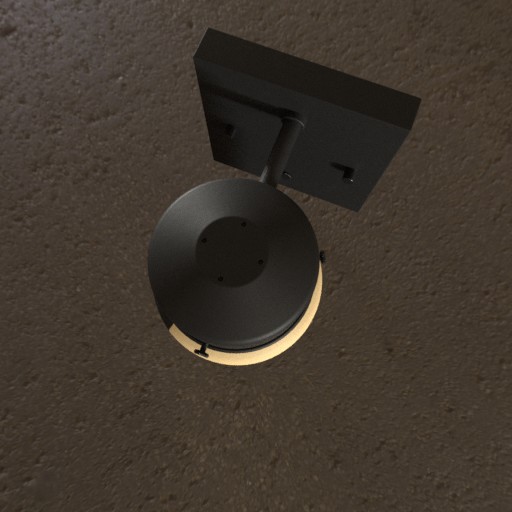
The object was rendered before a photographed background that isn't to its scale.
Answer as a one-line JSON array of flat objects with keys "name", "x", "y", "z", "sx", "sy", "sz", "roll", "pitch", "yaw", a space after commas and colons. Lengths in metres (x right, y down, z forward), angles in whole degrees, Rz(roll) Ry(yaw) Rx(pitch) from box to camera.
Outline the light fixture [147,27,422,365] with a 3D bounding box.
[{"name": "light fixture", "x": 0.000, "y": 0.000, "z": 0.356, "sx": 0.130, "sy": 0.257, "sz": 0.176, "roll": 21, "pitch": 77, "yaw": 5}]
